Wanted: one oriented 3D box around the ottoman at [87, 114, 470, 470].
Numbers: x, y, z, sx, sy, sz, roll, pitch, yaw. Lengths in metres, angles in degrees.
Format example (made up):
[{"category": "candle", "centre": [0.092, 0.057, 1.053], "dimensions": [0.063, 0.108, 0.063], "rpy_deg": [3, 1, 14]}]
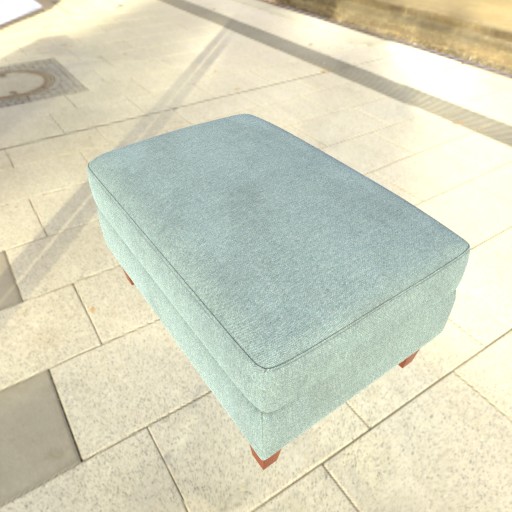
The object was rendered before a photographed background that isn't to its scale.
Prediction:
[{"category": "ottoman", "centre": [0.000, 0.000, 1.191], "dimensions": [0.584, 0.483, 0.864], "rpy_deg": [-25, 47, -26]}]
